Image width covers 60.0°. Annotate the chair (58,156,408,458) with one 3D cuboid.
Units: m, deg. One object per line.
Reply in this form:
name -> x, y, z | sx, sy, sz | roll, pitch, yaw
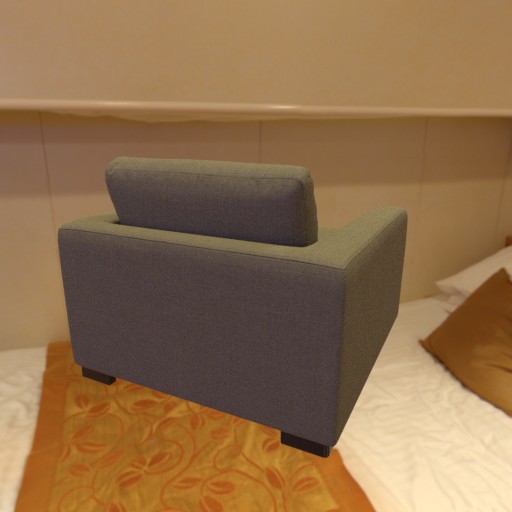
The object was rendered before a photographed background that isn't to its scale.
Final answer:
chair -> 0.000, 0.000, 1.877 | 1.070, 0.847, 1.100 | 8, 18, 25
